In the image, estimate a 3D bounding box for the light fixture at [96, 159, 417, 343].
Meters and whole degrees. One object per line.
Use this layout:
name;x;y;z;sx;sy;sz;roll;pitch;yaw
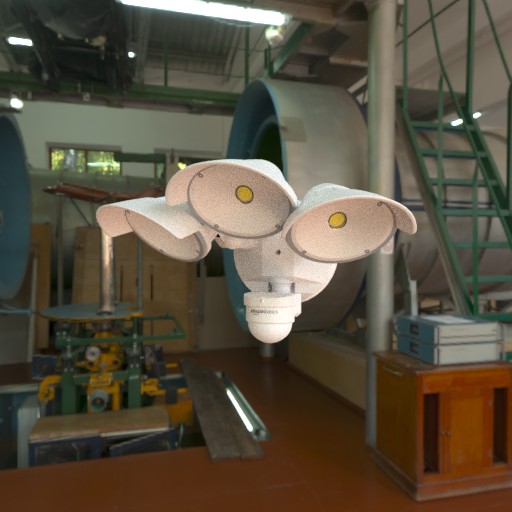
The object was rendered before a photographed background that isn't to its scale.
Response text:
light fixture;0.000;0.000;0.544;0.369;0.237;0.278;0;1;19
